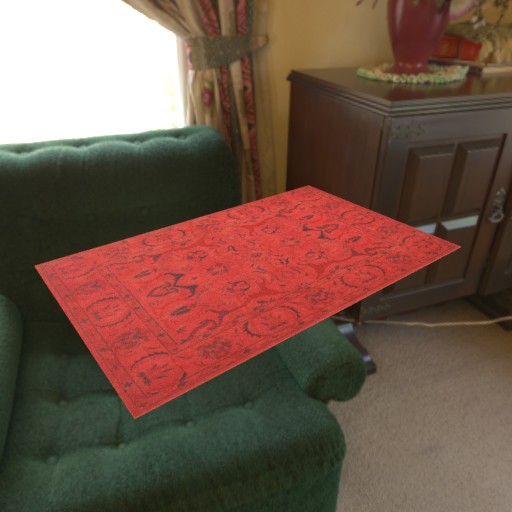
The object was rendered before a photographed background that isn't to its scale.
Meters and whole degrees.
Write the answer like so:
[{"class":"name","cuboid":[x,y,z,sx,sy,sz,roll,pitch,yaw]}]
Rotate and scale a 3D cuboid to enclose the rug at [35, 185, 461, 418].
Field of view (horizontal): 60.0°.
[{"class":"rug","cuboid":[0.000,0.000,2.972,2.423,0.010,1.534,-21,35,-32]}]
